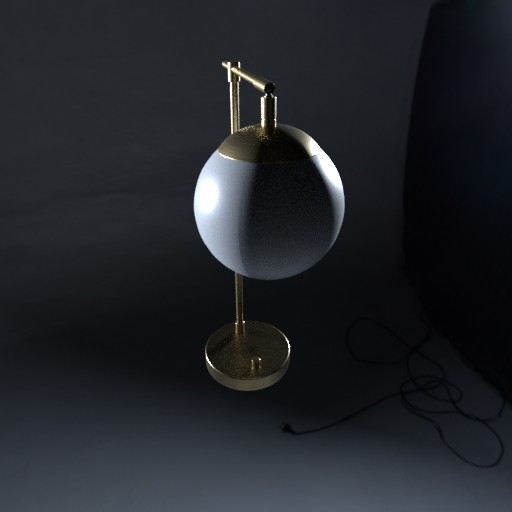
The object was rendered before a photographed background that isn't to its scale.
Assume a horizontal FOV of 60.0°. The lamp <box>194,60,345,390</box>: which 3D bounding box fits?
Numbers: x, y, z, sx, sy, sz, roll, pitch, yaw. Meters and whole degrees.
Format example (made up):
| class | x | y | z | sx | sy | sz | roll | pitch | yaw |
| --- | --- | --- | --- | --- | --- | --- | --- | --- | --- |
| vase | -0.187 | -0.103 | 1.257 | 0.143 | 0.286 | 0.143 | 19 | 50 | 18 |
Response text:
| class | x | y | z | sx | sy | sz | roll | pitch | yaw |
| --- | --- | --- | --- | --- | --- | --- | --- | --- | --- |
| lamp | 0.000 | 0.000 | 0.724 | 0.207 | 0.559 | 0.324 | -9 | 32 | -15 |
